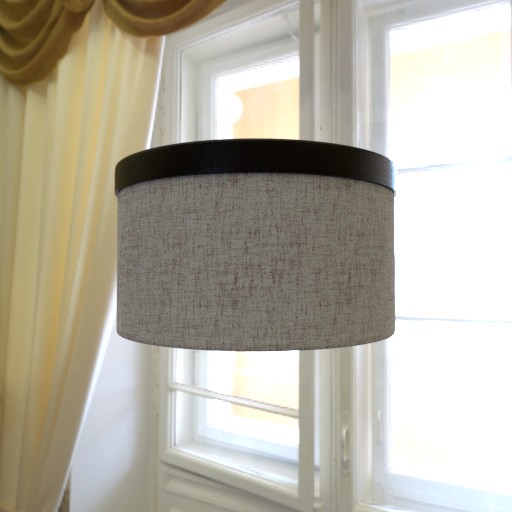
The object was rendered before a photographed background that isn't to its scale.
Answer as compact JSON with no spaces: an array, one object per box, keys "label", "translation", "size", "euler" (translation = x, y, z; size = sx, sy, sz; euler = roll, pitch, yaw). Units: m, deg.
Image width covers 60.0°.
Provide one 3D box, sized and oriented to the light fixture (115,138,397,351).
[{"label":"light fixture","translation":[0.000,0.000,0.638],"size":[0.389,0.229,0.389],"euler":[0,-2,0]}]
